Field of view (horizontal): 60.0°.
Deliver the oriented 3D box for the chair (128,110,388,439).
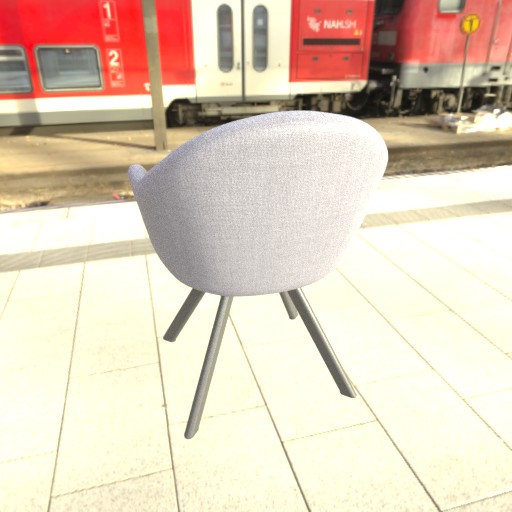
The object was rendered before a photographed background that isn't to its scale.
[{"bbox_3d":[0.000,0.000,1.170,0.590,0.795,0.550,-8,27,-16],"label":"chair"}]
